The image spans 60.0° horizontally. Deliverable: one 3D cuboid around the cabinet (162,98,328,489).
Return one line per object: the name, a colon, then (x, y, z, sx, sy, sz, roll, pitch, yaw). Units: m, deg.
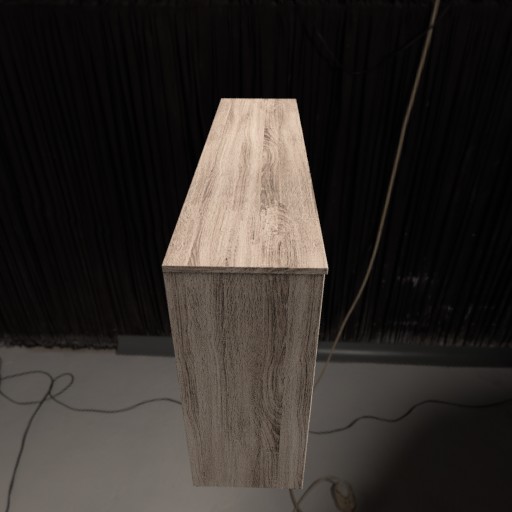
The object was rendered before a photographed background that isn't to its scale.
cabinet: (0.000, 0.000, 1.829, 0.380, 0.900, 1.450, 1, 33, 1)
